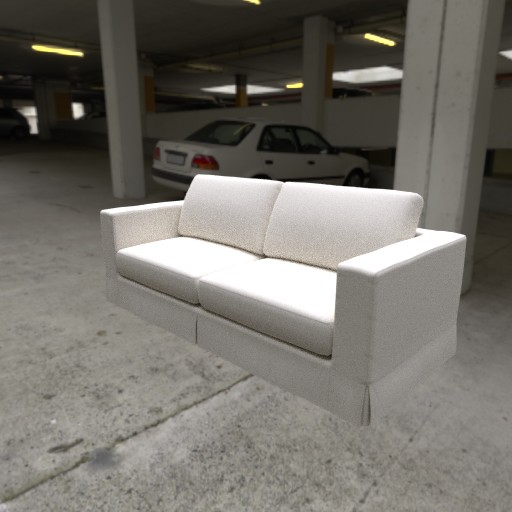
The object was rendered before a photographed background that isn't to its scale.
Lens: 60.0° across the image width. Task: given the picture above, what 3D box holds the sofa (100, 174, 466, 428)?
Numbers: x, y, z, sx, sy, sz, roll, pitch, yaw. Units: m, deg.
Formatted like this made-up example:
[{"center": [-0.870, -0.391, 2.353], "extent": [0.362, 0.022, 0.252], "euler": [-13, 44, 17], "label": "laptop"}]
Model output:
[{"center": [0.000, 0.000, 2.725], "extent": [2.163, 0.881, 0.954], "euler": [14, 20, 42], "label": "sofa"}]
